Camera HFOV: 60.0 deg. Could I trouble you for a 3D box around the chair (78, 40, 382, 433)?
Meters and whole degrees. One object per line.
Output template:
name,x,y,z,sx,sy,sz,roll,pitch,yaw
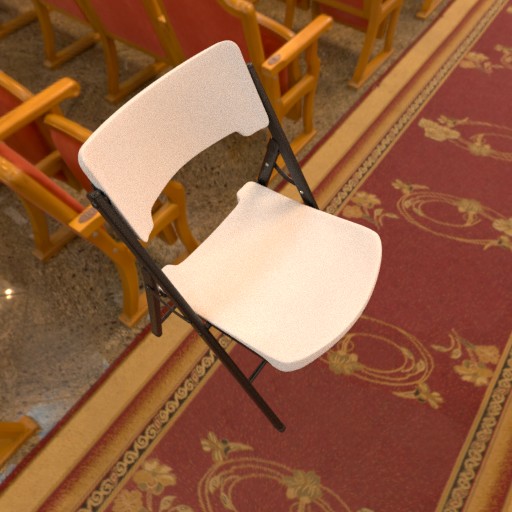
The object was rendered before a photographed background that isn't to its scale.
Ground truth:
chair,0.000,0.000,1.097,0.577,0.765,0.482,32,64,18
